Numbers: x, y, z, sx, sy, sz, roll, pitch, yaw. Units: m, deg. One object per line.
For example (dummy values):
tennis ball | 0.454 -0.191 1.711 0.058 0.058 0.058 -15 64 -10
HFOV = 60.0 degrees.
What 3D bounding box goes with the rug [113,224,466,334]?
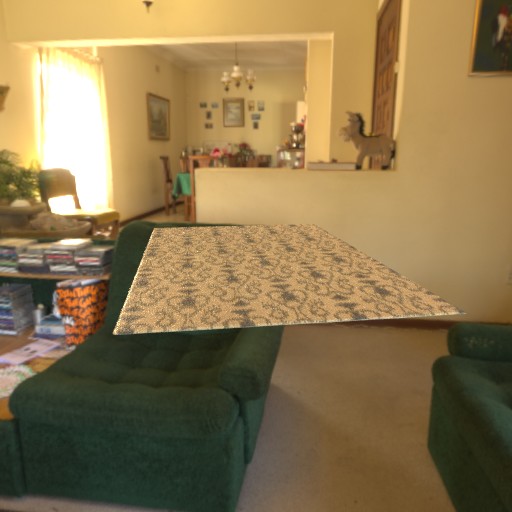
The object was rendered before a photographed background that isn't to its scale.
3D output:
rug | 0.000 0.000 2.058 1.035 0.006 1.652 -2 14 -9
